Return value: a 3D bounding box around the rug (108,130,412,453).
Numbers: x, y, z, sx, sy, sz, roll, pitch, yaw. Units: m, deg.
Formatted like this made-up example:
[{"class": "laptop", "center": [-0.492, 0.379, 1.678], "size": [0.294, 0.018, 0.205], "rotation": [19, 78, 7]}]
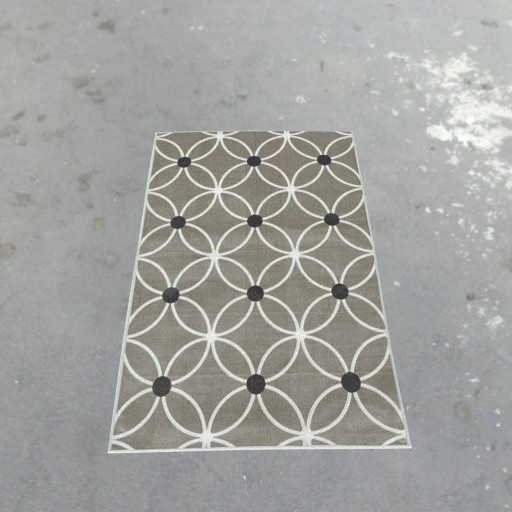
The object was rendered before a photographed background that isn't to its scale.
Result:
[{"class": "rug", "center": [0.000, 0.000, 2.806], "size": [1.522, 0.008, 2.284], "rotation": [-1, 58, 0]}]
